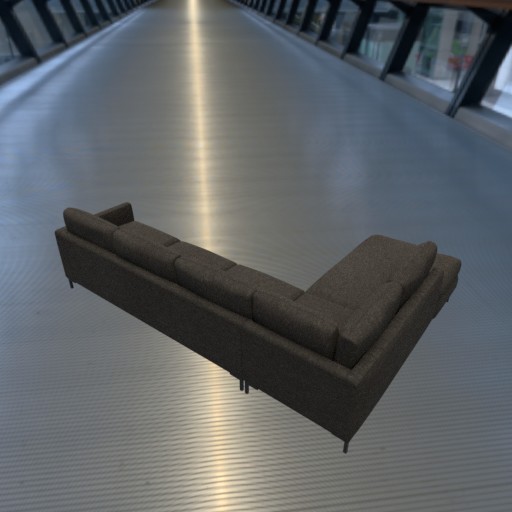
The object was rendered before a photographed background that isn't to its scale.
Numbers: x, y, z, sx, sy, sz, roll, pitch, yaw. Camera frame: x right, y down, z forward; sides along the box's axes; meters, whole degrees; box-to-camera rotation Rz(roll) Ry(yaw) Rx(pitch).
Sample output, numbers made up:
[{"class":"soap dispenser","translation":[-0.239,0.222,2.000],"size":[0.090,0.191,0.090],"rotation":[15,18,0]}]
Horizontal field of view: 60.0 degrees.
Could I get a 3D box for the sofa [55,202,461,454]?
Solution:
[{"class":"sofa","translation":[0.000,0.000,3.865],"size":[2.949,0.815,2.007],"rotation":[21,37,31]}]
